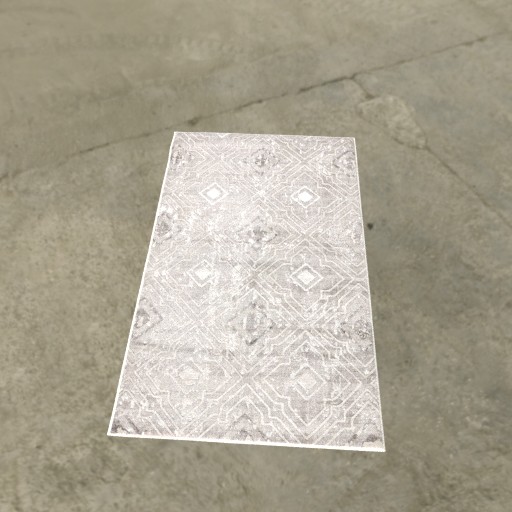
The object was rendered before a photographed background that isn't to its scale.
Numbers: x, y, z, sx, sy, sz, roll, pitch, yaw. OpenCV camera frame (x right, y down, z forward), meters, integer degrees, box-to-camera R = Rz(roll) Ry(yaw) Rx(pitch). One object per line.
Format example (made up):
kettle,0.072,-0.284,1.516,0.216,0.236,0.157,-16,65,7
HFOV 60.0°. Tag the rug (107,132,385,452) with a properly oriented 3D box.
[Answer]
rug,0.000,0.000,3.086,1.537,0.036,2.447,3,57,2
